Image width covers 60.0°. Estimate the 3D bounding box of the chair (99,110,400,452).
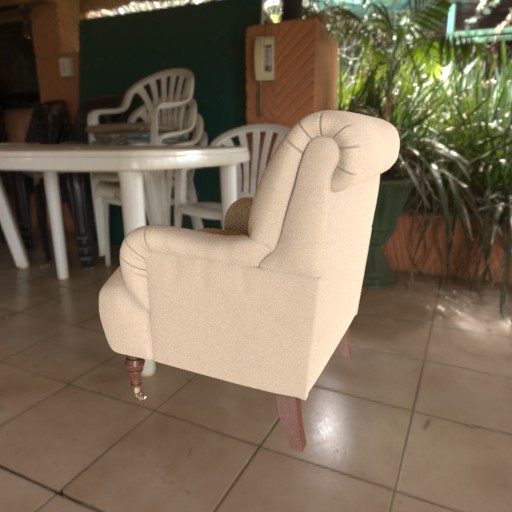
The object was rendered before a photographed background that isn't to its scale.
[{"bbox_3d":[0.000,0.000,1.554,0.842,0.942,0.766,7,17,23],"label":"chair"}]
